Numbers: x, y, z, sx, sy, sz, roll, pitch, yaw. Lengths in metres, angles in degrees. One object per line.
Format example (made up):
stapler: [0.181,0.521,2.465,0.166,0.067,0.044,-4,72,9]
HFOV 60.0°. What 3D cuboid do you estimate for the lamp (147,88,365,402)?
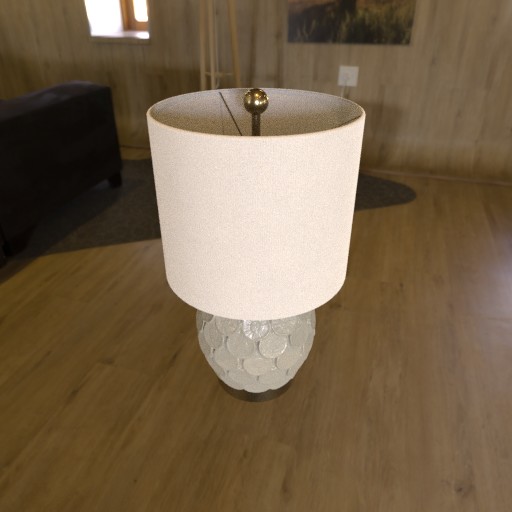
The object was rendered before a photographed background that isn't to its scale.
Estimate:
lamp: [0.000,0.000,0.629,0.254,0.452,0.254,0,31,0]
